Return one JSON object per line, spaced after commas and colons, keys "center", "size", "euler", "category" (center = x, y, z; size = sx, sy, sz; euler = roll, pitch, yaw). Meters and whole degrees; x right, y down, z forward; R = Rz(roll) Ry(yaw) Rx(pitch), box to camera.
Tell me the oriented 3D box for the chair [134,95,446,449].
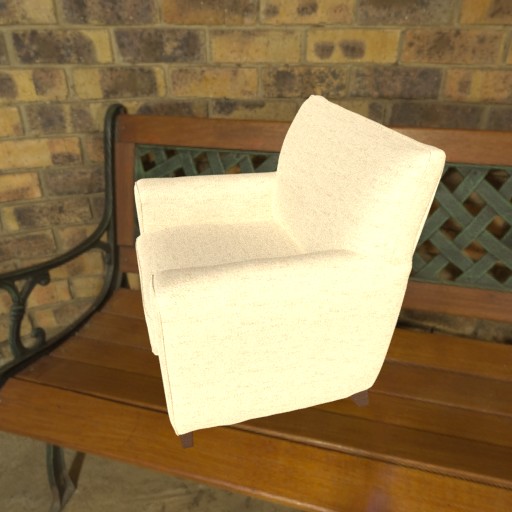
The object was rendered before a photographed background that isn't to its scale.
{"center": [0.000, 0.000, 1.595], "size": [0.823, 0.943, 0.870], "euler": [-8, 31, -14], "category": "chair"}
